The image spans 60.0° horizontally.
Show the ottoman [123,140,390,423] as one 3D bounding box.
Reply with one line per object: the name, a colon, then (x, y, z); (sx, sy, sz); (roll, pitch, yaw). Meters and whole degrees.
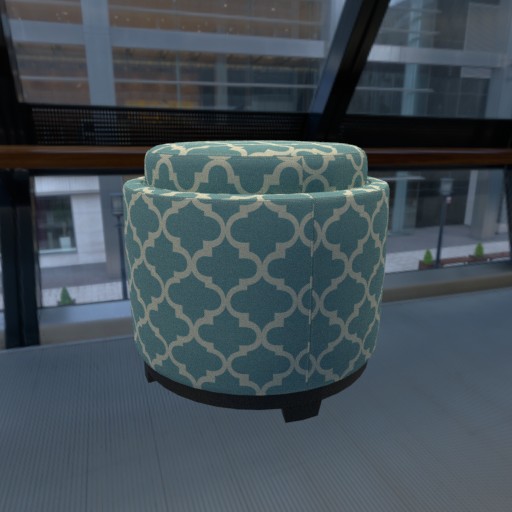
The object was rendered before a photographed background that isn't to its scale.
ottoman: (0.000, 0.000, 0.855); (0.480, 0.429, 0.480); (0, 16, 0)
